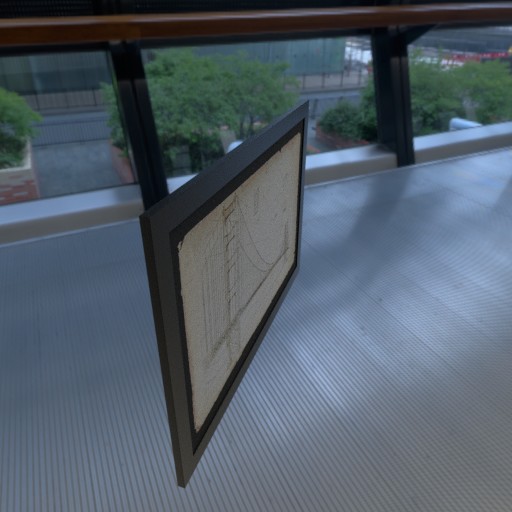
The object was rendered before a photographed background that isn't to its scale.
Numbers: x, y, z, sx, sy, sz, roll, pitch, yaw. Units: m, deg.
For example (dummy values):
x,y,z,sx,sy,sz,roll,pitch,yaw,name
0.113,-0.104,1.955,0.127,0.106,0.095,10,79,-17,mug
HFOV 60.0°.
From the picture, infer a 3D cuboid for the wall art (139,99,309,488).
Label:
x,y,z,sx,sy,sz,roll,pitch,yaw,name
0.000,0.000,0.825,0.013,0.447,0.660,10,31,17,wall art
